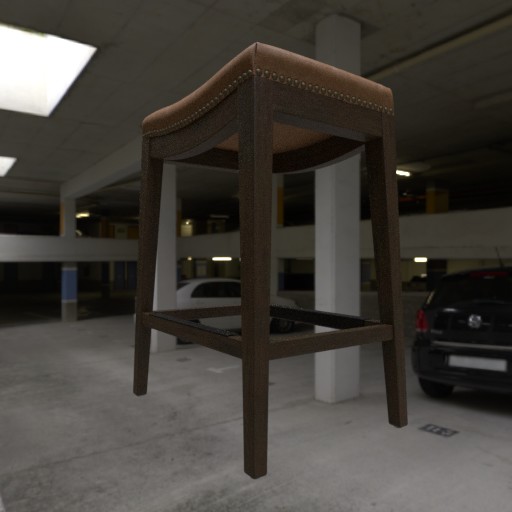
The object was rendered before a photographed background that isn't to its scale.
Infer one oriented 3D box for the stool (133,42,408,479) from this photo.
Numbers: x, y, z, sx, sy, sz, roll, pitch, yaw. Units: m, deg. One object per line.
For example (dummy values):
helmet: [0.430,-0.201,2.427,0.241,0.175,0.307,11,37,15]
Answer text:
stool: [0.000,0.000,0.950,0.361,0.660,0.500,0,0,-35]
